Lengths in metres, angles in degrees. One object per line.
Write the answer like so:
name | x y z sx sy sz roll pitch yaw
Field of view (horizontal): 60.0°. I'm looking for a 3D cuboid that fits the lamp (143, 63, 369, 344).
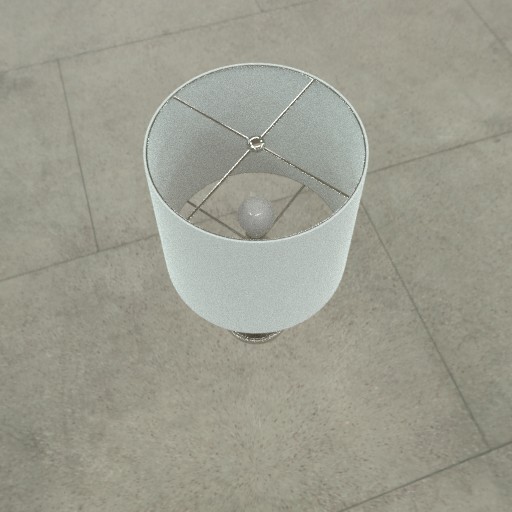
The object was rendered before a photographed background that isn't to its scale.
lamp | 0.000 0.000 0.784 0.303 0.618 0.303 0 65 0
